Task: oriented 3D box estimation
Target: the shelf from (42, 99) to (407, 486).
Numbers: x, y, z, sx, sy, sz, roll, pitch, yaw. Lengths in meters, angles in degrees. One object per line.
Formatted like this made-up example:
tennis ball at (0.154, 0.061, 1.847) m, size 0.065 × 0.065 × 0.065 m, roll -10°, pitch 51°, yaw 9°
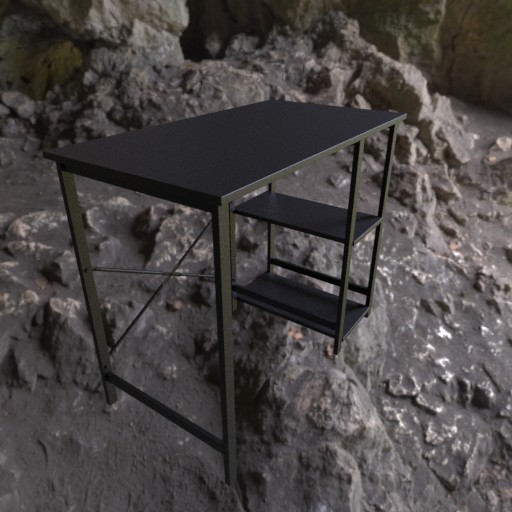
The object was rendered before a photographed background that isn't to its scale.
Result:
shelf at (0.000, 0.000, 1.332) m, size 0.498 × 0.749 × 0.902 m, roll 18°, pitch 33°, yaw 31°
